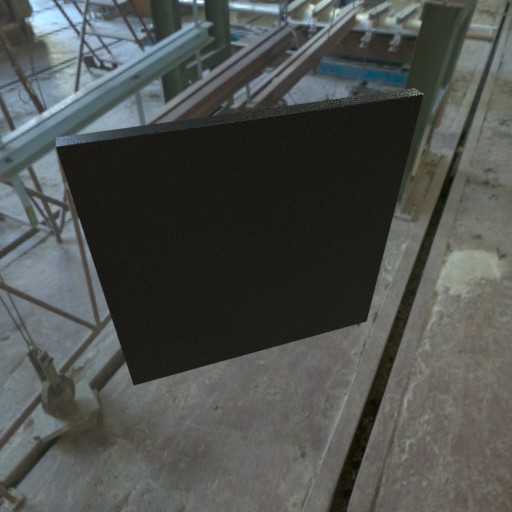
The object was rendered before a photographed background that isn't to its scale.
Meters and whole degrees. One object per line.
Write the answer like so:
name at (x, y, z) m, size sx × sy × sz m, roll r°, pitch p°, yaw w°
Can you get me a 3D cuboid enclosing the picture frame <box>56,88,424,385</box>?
picture frame at (0.000, 0.000, 0.837) m, size 0.559 × 0.557 × 0.029 m, roll -12°, pitch 43°, yaw -14°
